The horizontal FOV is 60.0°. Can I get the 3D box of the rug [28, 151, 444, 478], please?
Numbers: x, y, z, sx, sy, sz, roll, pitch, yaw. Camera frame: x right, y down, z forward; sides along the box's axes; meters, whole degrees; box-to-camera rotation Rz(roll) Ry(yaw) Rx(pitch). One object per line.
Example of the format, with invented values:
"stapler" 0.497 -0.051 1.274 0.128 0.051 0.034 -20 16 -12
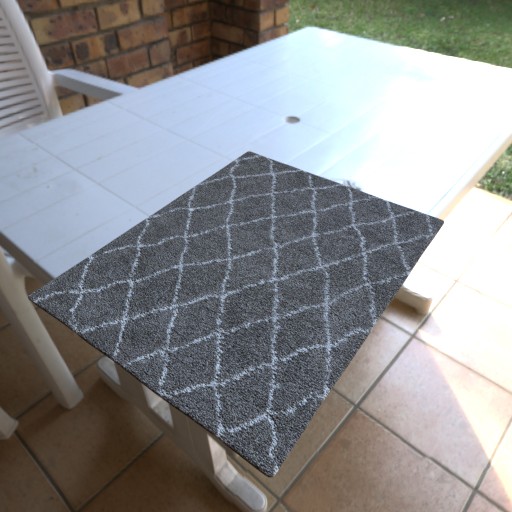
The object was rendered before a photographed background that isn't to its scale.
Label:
"rug" 0.000 0.000 4.018 2.438 0.029 3.047 26 48 26
